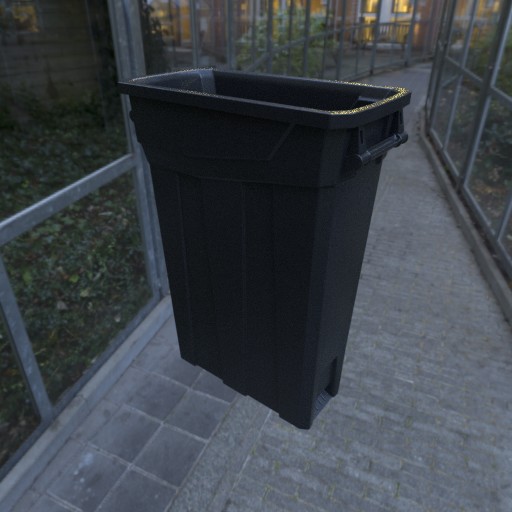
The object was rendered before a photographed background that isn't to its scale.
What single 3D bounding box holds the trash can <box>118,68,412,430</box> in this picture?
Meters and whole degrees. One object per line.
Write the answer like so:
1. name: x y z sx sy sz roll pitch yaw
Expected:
1. trash can: 0.000 0.000 1.046 0.559 0.762 0.281 21 36 32
